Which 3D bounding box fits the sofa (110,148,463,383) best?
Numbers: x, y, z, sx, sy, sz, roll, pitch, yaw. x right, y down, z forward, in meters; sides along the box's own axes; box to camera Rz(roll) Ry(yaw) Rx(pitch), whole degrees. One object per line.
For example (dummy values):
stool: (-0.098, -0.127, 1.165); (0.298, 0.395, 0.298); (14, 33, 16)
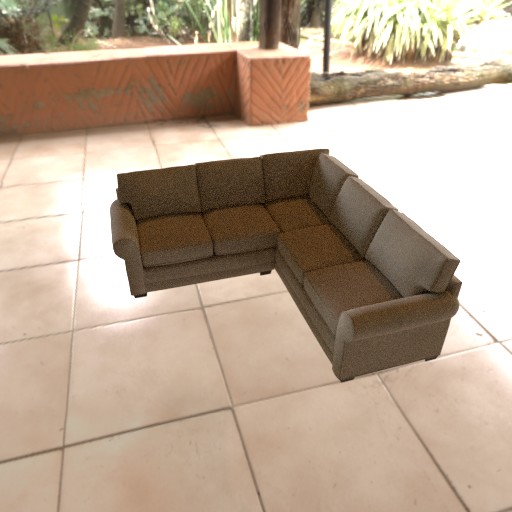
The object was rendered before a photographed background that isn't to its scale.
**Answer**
sofa: (0.000, 0.000, 4.061); (2.487, 1.054, 2.569); (-10, 34, -14)
